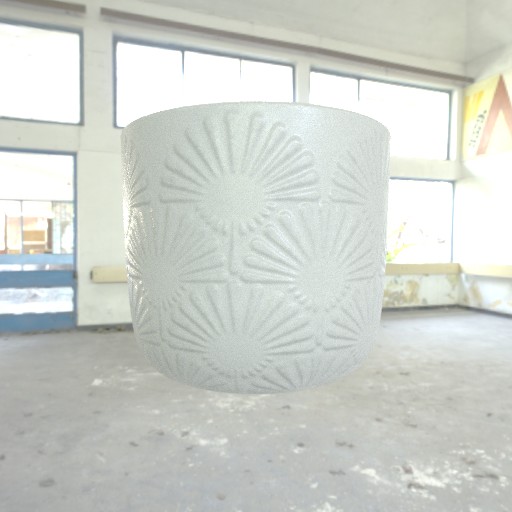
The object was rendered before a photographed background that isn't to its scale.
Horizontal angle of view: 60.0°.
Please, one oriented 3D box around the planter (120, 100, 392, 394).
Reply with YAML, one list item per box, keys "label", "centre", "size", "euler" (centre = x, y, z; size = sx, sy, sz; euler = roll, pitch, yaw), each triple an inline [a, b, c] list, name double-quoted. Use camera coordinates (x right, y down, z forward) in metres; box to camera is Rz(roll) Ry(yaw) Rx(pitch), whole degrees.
- label: "planter"
  centre: [0.000, 0.000, 0.213]
  size: [0.124, 0.109, 0.124]
  euler: [0, 1, 0]
